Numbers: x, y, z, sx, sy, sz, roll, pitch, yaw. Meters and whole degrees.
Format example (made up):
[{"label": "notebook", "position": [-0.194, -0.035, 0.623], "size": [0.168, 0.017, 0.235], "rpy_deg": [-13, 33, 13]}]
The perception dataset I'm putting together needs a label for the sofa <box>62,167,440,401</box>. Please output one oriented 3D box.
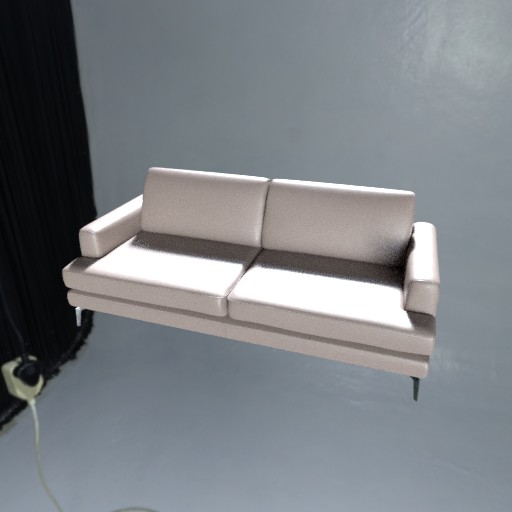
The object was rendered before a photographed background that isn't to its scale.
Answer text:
[{"label": "sofa", "position": [0.000, 0.000, 2.539], "size": [1.940, 0.765, 0.974], "rpy_deg": [8, 27, 17]}]
